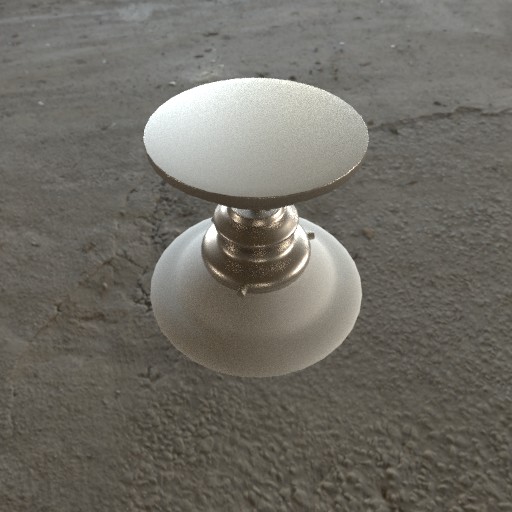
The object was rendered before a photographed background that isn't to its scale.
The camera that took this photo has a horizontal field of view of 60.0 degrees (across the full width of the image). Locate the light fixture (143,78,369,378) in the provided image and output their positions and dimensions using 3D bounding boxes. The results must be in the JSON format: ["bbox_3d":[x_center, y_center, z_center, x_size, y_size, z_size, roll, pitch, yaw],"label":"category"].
[{"bbox_3d":[0.000,0.000,0.394,0.199,0.254,0.199,0,46,0],"label":"light fixture"}]
